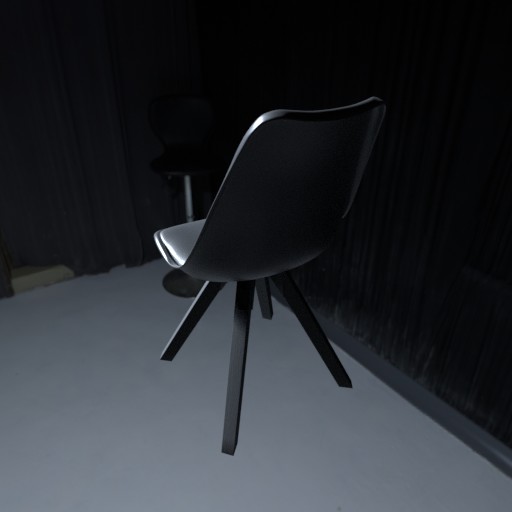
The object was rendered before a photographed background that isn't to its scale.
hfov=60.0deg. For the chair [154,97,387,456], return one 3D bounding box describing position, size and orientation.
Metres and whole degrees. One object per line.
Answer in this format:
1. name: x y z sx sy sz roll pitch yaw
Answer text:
1. chair: 0.000 0.000 1.175 0.485 0.850 0.530 -18 34 -29
